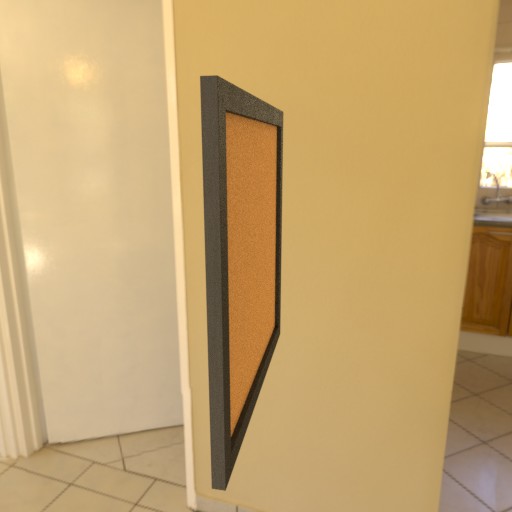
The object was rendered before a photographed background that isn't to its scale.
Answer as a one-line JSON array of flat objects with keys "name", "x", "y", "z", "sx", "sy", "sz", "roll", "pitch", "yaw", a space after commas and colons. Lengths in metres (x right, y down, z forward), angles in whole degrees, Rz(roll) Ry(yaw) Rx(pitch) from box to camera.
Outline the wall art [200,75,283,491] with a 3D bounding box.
[{"name": "wall art", "x": 0.000, "y": 0.000, "z": 1.523, "sx": 0.038, "sy": 1.016, "sz": 1.016, "roll": 3, "pitch": 14, "yaw": 11}]
